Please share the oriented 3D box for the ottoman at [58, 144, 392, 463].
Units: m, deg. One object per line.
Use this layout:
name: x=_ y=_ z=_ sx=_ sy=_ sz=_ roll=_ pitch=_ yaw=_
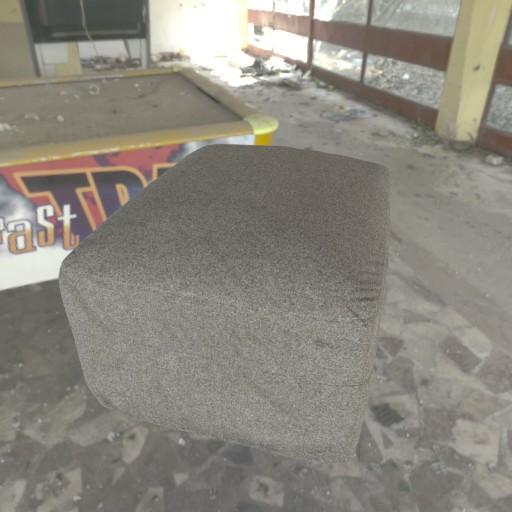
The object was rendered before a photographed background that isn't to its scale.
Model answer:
ottoman: x=0.000 y=0.000 z=1.228 sx=0.683 sy=0.481 sz=0.837 roll=8 pitch=33 yaw=13
